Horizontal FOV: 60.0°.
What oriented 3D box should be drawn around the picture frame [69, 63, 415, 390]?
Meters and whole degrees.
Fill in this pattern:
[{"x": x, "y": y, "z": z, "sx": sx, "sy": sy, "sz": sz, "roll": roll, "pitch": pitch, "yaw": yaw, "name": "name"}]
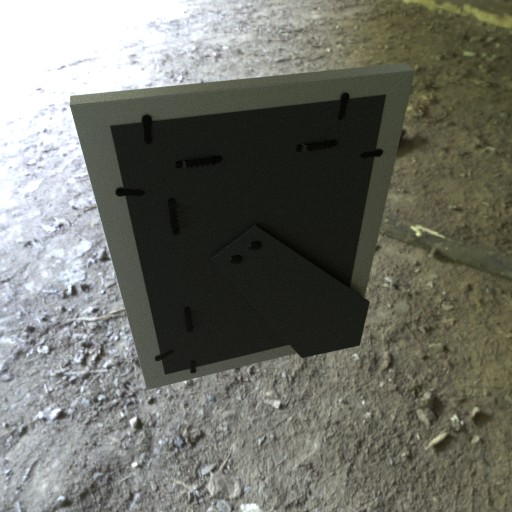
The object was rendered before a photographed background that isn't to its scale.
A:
[{"x": 0.000, "y": 0.000, "z": 0.506, "sx": 0.307, "sy": 0.386, "sz": 0.036, "roll": -11, "pitch": 41, "yaw": -13, "name": "picture frame"}]
